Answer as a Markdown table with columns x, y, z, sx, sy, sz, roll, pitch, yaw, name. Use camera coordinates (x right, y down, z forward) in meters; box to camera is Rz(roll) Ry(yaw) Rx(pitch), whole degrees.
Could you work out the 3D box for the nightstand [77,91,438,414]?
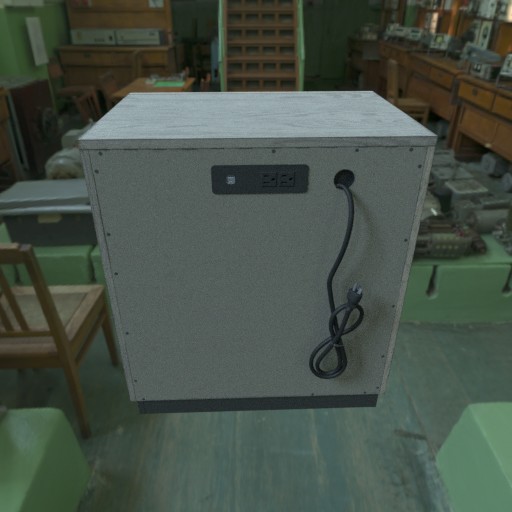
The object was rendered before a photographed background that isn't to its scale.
| x | y | z | sx | sy | sz | roll | pitch | yaw | name |
| --- | --- | --- | --- | --- | --- | --- | --- | --- | --- |
| 0.000 | 0.000 | 1.073 | 0.612 | 0.673 | 0.483 | -1 | 30 | -2 | nightstand |
